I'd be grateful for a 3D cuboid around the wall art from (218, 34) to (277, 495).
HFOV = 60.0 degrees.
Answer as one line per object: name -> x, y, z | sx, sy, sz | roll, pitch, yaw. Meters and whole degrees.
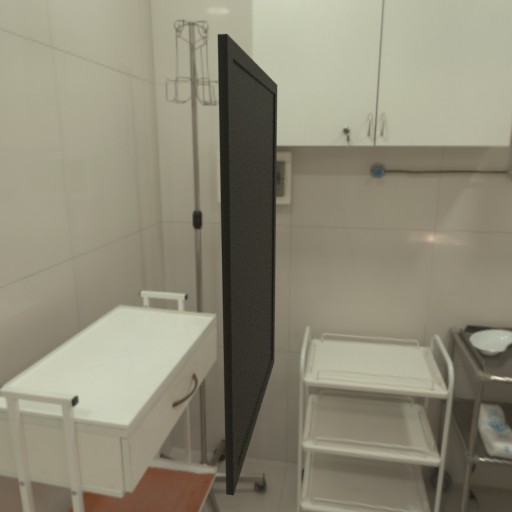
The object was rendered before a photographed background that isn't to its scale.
wall art -> 0.000, 0.000, 0.830 | 0.012, 0.661, 0.451 | 2, 14, 10
